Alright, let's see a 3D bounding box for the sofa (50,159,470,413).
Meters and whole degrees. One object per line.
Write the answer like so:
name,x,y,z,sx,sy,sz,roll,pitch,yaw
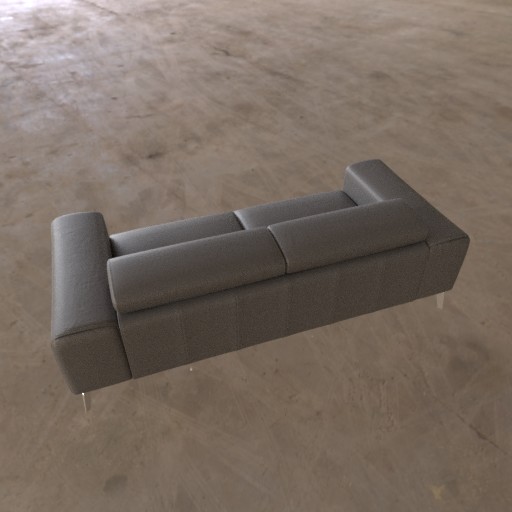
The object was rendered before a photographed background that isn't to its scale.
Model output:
sofa,0.000,0.000,2.756,2.321,0.759,1.023,-13,42,-15
